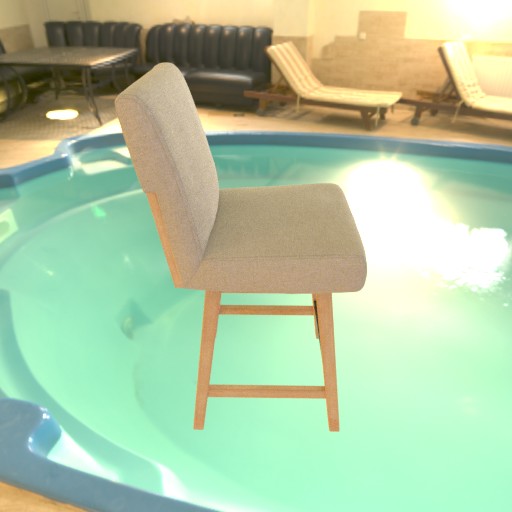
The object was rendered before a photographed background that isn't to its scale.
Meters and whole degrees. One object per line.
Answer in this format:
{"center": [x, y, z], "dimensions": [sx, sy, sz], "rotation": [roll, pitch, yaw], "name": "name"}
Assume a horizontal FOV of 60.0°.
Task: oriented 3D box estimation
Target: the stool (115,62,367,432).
{"center": [0.000, 0.000, 1.404], "dimensions": [0.606, 1.085, 0.507], "rotation": [0, 32, 1], "name": "stool"}
